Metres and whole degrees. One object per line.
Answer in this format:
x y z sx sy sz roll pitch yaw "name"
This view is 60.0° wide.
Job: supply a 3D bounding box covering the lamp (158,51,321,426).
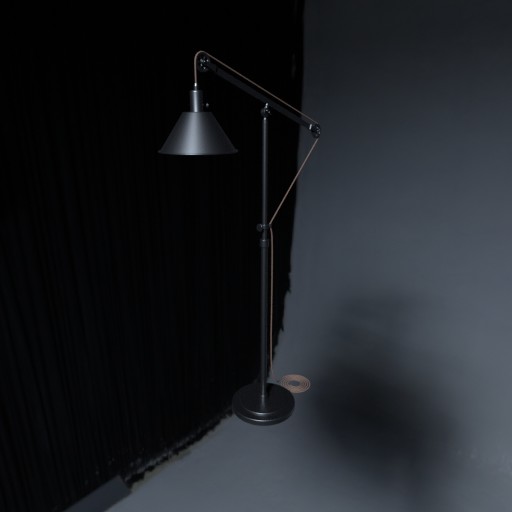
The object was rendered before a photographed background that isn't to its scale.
0.000 0.000 1.983 0.319 1.626 0.904 16 24 41 "lamp"
